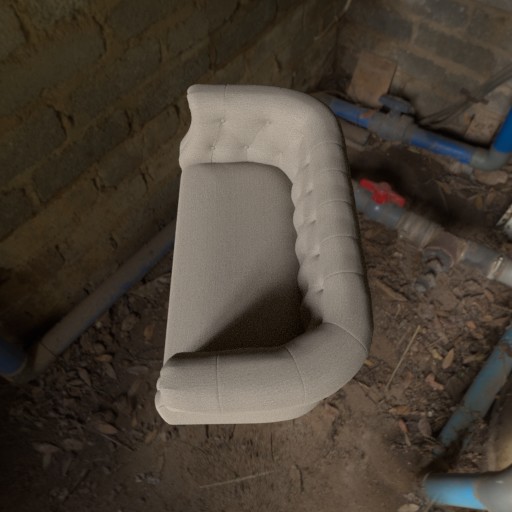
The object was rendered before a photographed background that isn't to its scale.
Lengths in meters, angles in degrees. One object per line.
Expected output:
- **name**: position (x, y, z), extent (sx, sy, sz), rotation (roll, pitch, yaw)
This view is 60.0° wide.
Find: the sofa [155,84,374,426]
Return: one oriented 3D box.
- **sofa**: position (0.000, 0.000, 2.099), extent (0.835, 0.827, 1.558), rotation (-1, 59, 0)
